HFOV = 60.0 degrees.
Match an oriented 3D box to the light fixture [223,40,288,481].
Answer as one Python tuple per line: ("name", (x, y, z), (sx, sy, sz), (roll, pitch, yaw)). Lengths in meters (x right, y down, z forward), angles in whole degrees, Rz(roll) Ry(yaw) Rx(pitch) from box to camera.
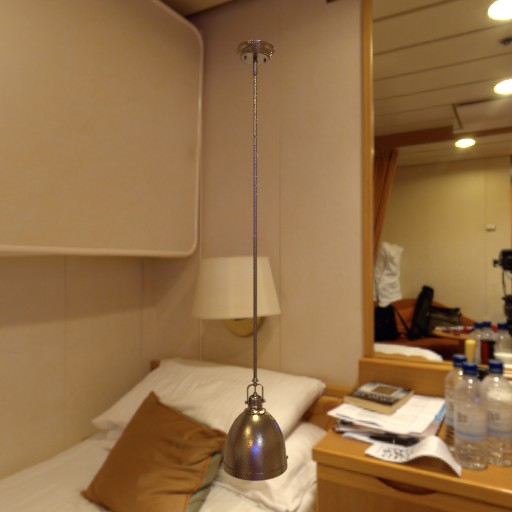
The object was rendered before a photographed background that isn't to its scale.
("light fixture", (0.000, 0.000, 1.460), (0.217, 1.367, 0.211), (0, -1, -17))
